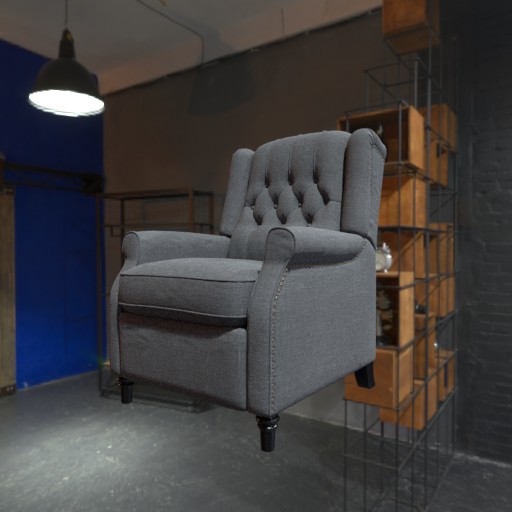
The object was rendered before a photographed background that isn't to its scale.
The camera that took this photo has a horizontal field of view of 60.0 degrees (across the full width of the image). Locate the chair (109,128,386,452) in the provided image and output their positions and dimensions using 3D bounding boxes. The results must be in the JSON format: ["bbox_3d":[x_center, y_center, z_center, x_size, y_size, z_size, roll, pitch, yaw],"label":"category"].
[{"bbox_3d":[0.000,0.000,1.655,0.742,1.035,0.898,1,2,37],"label":"chair"}]
